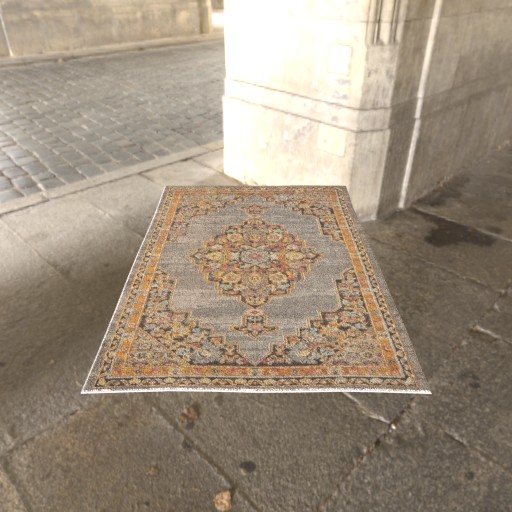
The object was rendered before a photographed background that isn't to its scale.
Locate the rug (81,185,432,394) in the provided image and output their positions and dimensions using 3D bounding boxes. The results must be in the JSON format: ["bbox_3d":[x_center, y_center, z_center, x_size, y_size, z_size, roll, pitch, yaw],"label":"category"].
[{"bbox_3d":[0.000,0.000,3.989,2.158,0.024,3.063,0,33,0],"label":"rug"}]
